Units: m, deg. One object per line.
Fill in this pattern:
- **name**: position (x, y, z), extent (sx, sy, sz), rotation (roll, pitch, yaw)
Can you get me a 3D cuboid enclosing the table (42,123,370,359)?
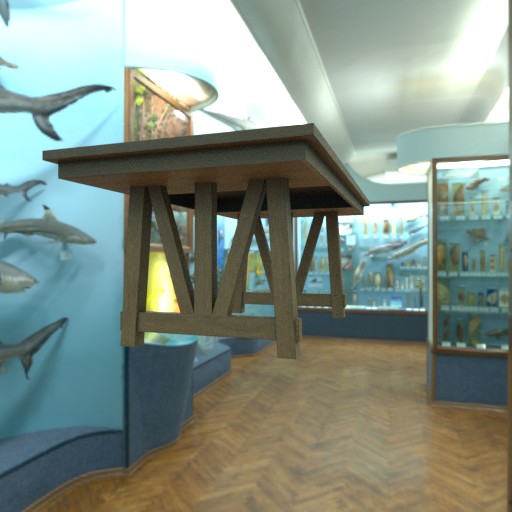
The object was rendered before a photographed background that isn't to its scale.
- **table**: position (0.000, 0.000, 2.356), extent (1.016, 0.768, 1.881), rotation (0, 0, 19)
